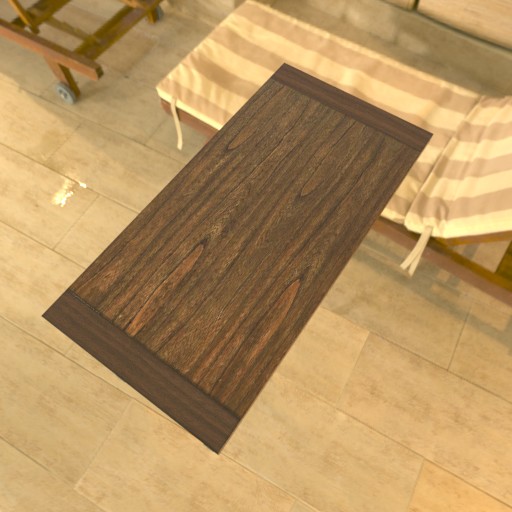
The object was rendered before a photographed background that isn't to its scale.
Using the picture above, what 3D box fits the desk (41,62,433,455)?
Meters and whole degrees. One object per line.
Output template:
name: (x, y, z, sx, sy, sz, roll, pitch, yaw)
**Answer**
desk: (0.000, 0.000, 2.034, 0.784, 0.725, 1.543, 32, 68, 15)
